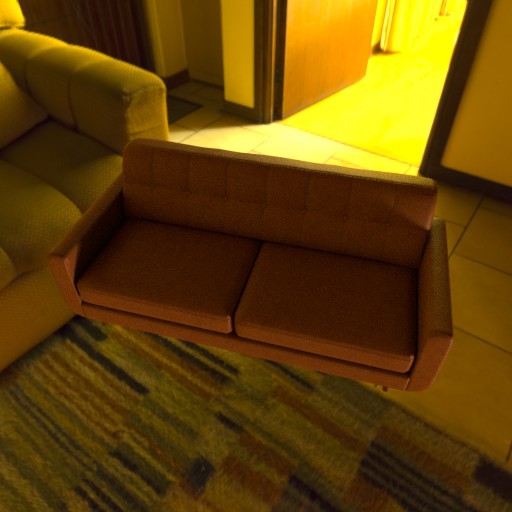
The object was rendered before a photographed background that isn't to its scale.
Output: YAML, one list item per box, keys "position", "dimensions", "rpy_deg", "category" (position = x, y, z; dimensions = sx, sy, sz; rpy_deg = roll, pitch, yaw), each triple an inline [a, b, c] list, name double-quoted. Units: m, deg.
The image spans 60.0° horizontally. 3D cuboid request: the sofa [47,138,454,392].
- position: [0.000, 0.000, 2.658]
  dimensions: [2.137, 0.892, 0.980]
  rpy_deg: [11, 44, 11]
  category: "sofa"
